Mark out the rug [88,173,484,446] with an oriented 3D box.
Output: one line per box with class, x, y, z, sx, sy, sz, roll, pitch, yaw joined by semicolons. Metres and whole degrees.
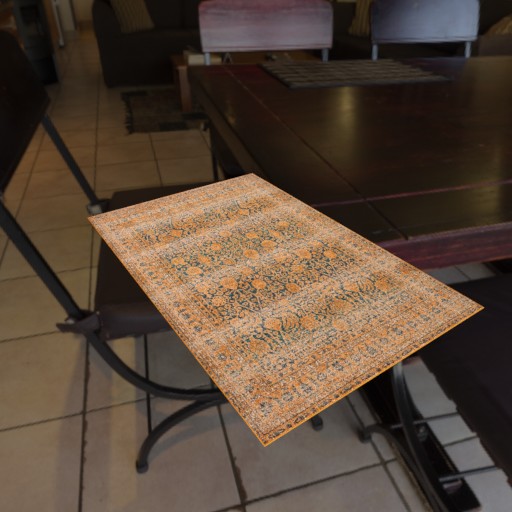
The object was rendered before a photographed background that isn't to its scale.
rug;0.000;0.000;2.950;1.525;0.007;2.336;-21;39;-28
